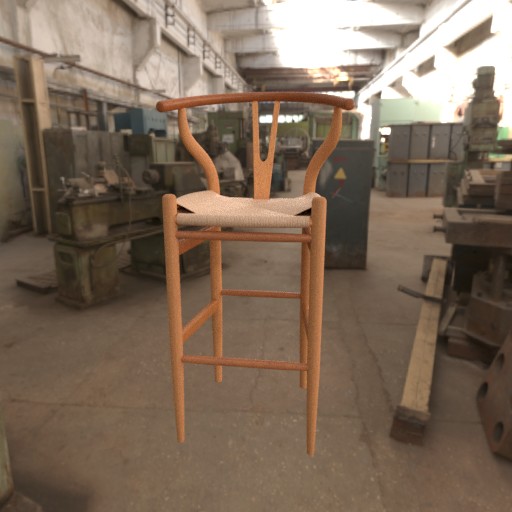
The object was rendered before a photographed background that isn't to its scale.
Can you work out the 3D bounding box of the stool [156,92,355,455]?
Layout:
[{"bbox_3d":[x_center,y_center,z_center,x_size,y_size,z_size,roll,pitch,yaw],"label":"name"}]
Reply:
[{"bbox_3d":[0.000,0.000,1.452,0.574,1.068,0.561,2,14,8],"label":"stool"}]
